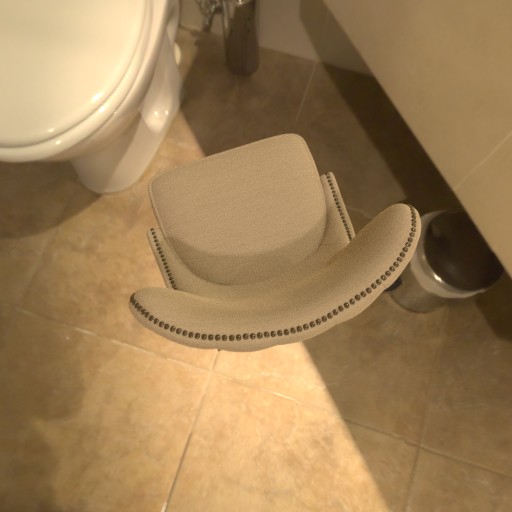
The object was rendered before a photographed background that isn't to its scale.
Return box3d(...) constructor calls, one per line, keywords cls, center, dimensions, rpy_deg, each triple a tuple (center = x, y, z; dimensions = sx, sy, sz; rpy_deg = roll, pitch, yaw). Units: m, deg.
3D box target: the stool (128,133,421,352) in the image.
box3d(cls="stool", center=(0.000, 0.000, 1.337), dimensions=(0.615, 0.972, 0.597), rpy_deg=(-18, 76, -5))
